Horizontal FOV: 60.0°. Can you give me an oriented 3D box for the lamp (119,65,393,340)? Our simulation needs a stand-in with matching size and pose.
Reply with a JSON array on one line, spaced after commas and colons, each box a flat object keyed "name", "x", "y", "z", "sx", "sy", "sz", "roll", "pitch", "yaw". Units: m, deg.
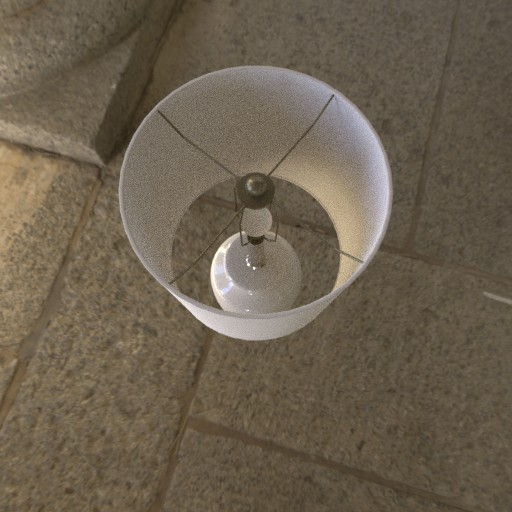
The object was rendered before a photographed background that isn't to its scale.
[{"name": "lamp", "x": 0.000, "y": 0.000, "z": 0.493, "sx": 0.188, "sy": 0.392, "sz": 0.188, "roll": -12, "pitch": 75, "yaw": -3}]
